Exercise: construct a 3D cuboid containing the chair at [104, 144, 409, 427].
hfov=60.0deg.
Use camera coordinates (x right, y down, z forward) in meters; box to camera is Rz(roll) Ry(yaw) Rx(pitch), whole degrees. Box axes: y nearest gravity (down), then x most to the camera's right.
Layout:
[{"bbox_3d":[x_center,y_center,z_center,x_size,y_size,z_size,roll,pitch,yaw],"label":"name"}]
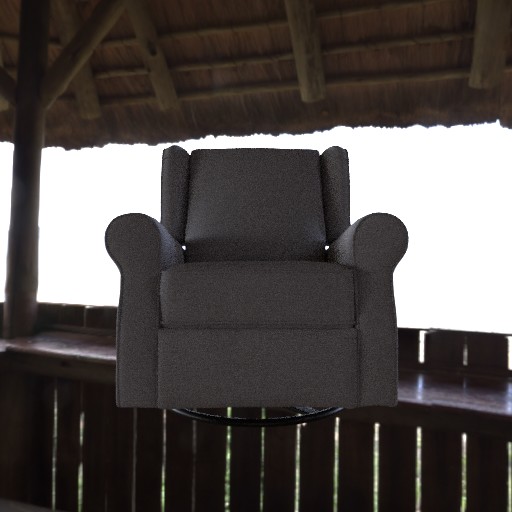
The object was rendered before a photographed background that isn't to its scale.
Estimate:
[{"bbox_3d":[0.000,0.000,1.662,0.906,0.966,0.854,0,0,-1],"label":"chair"}]
